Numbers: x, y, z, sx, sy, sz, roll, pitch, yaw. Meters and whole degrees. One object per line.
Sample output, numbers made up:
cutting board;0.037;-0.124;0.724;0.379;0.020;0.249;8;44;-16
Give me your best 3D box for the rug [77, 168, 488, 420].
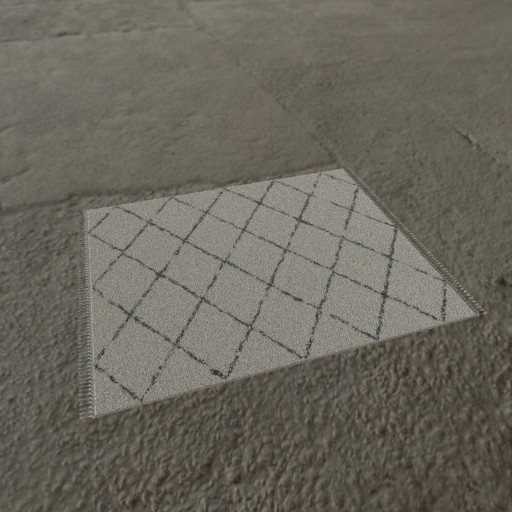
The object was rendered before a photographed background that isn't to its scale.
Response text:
rug;0.000;0.000;3.966;3.051;0.013;2.380;-11;42;-13
